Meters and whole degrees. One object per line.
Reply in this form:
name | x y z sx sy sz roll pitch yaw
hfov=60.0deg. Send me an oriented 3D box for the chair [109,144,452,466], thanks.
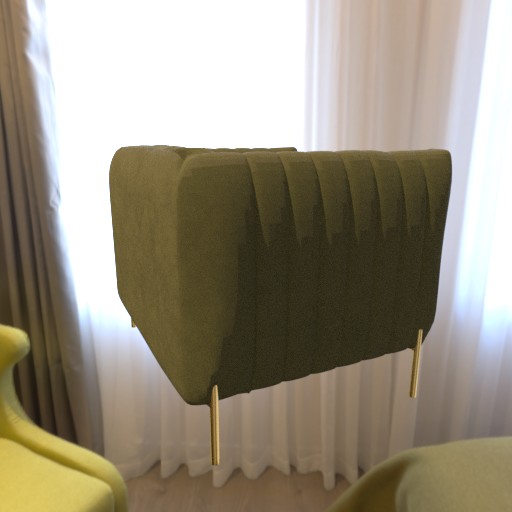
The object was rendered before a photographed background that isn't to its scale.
chair | 0.000 0.000 1.624 0.877 0.794 1.032 -7 16 -26
